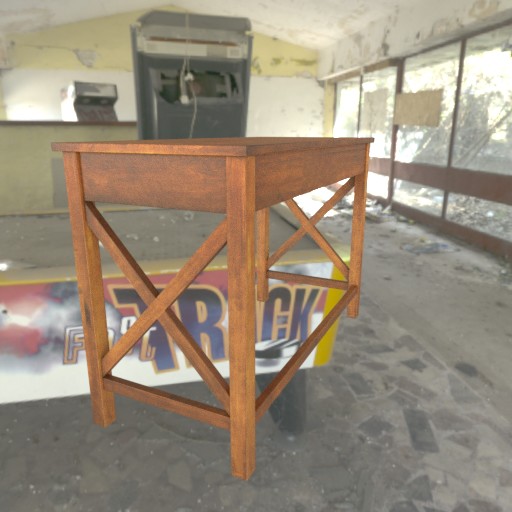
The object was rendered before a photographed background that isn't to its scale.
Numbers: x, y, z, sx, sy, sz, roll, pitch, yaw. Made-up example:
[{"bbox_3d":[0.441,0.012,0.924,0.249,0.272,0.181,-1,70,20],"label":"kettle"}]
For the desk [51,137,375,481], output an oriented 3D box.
[{"bbox_3d":[0.000,0.000,1.497,0.508,0.762,1.117,8,17,25],"label":"desk"}]
